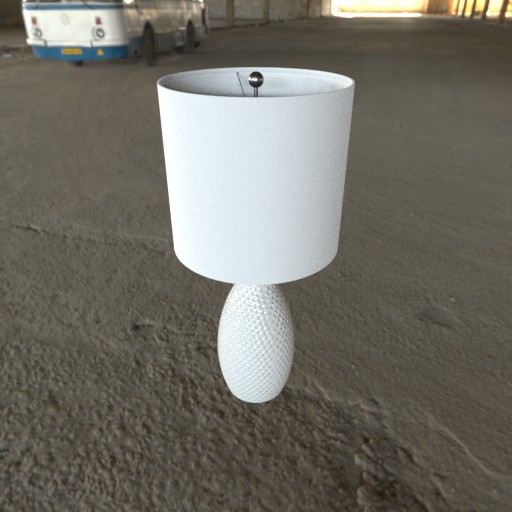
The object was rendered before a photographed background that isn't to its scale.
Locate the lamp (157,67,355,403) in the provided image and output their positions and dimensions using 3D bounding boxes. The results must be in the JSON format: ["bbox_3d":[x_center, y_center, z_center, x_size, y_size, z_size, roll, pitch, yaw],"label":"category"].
[{"bbox_3d":[0.000,0.000,0.601,0.214,0.466,0.214,8,31,14],"label":"lamp"}]
